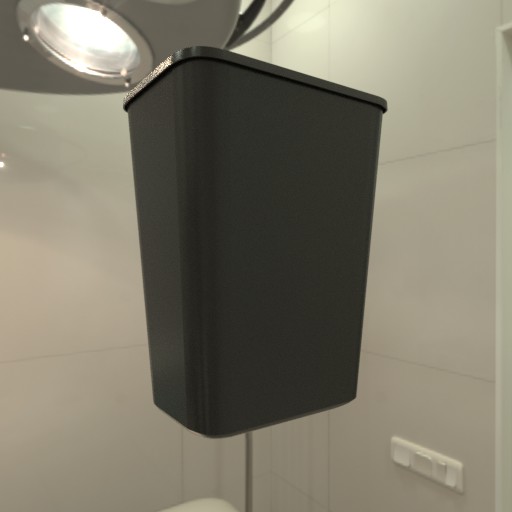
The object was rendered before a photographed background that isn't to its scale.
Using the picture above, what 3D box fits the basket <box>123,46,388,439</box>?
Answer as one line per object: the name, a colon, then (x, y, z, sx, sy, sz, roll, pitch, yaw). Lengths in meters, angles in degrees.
basket: (0.000, 0.000, 0.757, 0.394, 0.521, 0.287, 0, 0, -35)
